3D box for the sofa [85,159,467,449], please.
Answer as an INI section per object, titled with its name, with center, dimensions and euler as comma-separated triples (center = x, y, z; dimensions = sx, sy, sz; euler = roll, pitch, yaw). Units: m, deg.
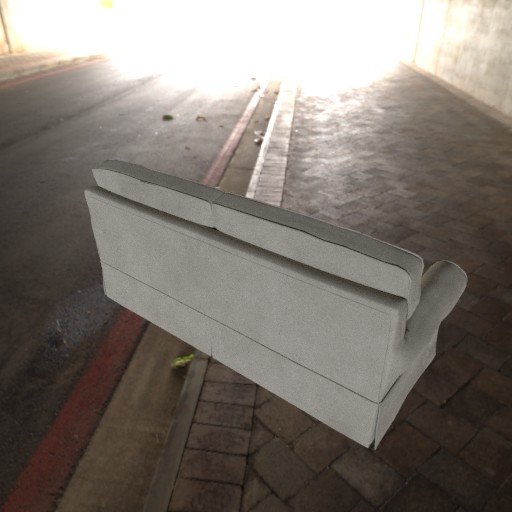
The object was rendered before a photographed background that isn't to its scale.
[sofa]
center = 0.000, 0.000, 2.723
dimensions = 2.246, 1.014, 0.900
euler = 21, 36, 33
